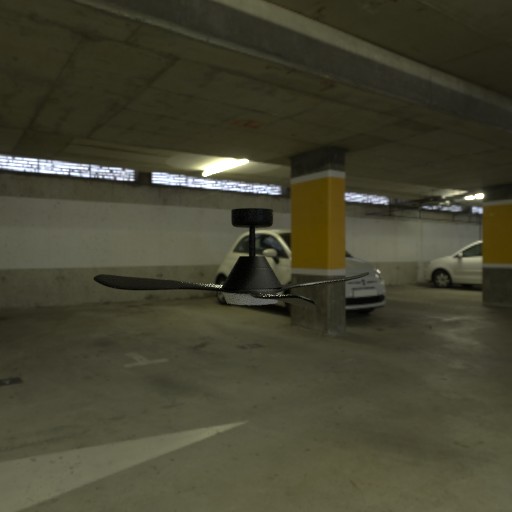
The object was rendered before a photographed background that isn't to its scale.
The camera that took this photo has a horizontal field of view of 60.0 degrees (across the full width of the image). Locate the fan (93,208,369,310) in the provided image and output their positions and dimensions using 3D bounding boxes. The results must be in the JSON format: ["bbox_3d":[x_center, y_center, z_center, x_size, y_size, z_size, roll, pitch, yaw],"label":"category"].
[{"bbox_3d":[0.000,0.000,1.583,1.067,0.305,1.067,0,0,38],"label":"fan"}]
